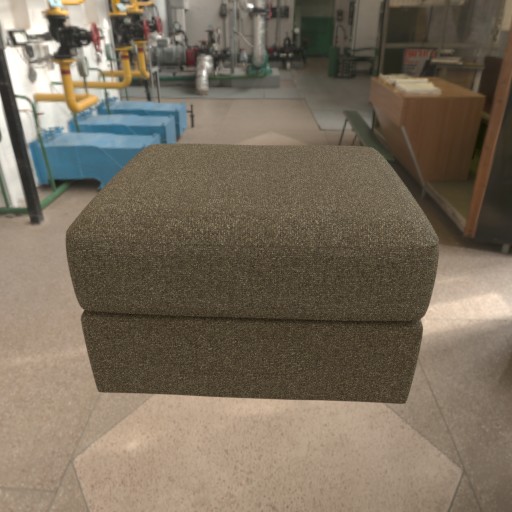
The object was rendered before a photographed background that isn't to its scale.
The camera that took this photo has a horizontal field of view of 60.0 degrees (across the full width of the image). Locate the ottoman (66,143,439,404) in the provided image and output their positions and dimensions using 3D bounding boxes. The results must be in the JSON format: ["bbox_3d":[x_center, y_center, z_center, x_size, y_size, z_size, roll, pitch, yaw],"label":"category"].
[{"bbox_3d":[0.000,0.000,1.148,0.742,0.476,0.598,1,29,2],"label":"ottoman"}]
